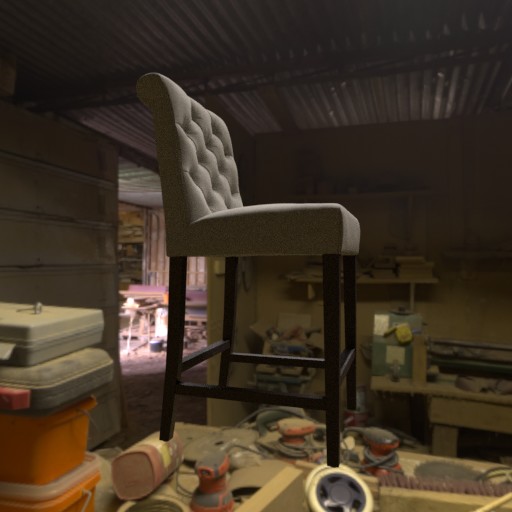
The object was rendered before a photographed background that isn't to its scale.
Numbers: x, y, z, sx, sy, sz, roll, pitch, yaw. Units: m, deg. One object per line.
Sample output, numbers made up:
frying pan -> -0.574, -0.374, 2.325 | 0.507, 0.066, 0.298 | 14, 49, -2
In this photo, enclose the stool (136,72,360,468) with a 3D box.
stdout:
stool -> 0.000, 0.000, 1.383 | 0.601, 1.040, 0.493 | 0, 0, 18
